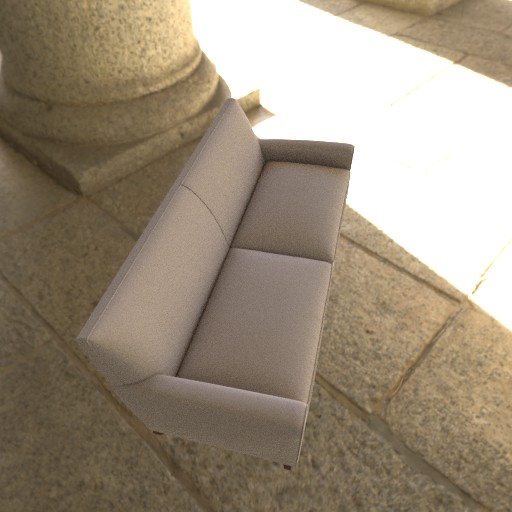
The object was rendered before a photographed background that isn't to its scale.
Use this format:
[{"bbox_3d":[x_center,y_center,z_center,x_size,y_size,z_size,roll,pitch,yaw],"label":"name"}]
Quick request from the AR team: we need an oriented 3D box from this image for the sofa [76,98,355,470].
[{"bbox_3d":[0.000,0.000,2.462,0.875,0.846,2.000,10,47,10],"label":"sofa"}]
